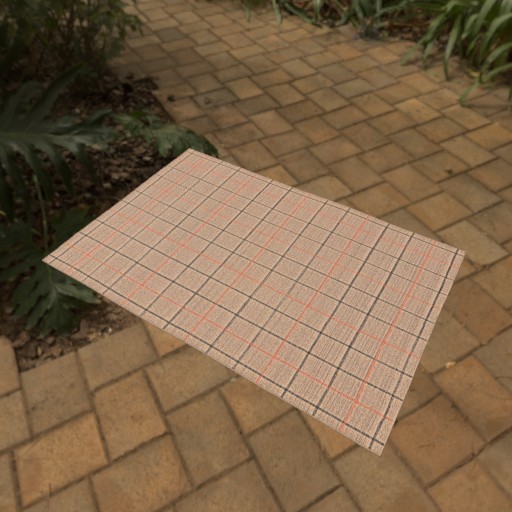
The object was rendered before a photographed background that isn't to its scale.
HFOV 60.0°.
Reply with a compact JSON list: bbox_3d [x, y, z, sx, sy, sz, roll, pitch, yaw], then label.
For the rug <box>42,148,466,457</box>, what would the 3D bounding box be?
[{"bbox_3d":[0.000,0.000,2.296,1.829,0.013,1.220,24,51,22],"label":"rug"}]
